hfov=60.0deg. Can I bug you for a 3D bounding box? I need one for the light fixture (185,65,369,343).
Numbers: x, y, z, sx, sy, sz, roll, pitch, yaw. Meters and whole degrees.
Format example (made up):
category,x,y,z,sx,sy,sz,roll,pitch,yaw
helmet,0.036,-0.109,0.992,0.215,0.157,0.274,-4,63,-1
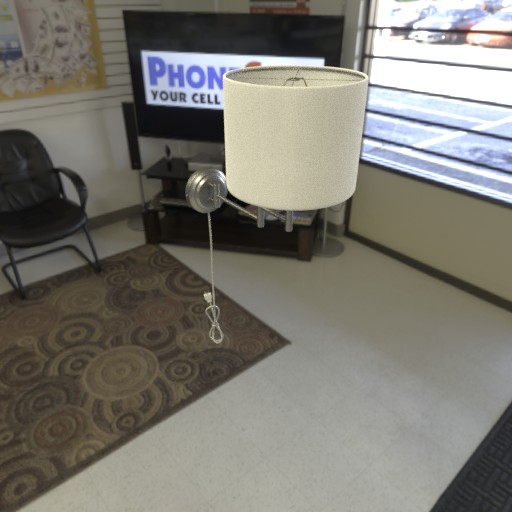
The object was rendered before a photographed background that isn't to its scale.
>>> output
category,x,y,z,sx,sy,sz,roll,pitch,yaw
light fixture,0.000,0.000,1.067,0.253,0.842,0.479,-21,36,-32
